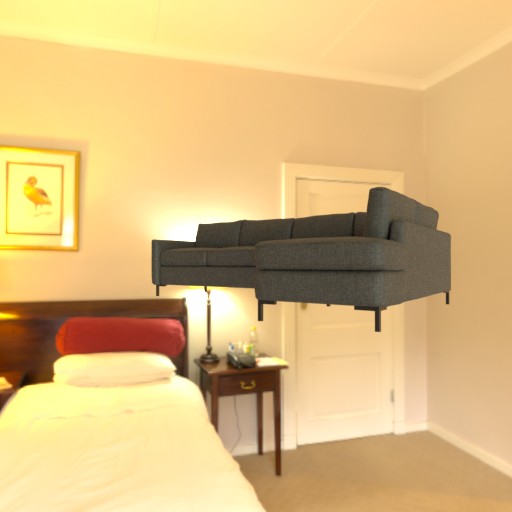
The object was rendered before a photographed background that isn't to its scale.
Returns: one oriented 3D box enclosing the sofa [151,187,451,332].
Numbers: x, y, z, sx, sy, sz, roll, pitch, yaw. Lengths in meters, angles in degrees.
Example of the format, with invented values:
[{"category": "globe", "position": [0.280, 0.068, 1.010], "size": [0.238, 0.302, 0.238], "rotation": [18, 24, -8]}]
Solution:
[{"category": "sofa", "position": [0.000, 0.000, 3.956], "size": [2.972, 0.858, 1.984], "rotation": [-1, -1, 34]}]
